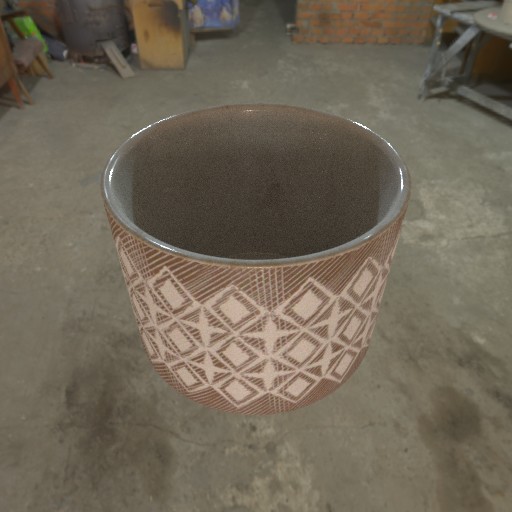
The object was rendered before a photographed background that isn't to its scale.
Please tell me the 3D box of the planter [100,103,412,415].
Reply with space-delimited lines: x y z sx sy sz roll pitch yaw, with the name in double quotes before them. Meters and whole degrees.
"planter" 0.000 0.000 0.220 0.126 0.104 0.126 0 42 0
